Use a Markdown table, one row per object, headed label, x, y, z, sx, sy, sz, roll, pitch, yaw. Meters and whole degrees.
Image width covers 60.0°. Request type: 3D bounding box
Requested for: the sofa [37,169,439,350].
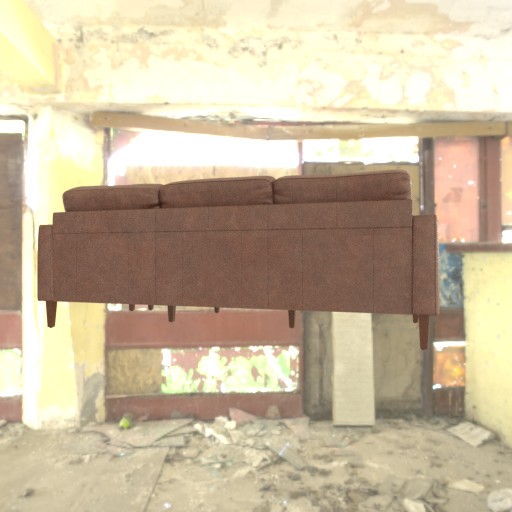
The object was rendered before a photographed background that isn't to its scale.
| label | x | y | z | sx | sy | sz | roll | pitch | yaw |
| --- | --- | --- | --- | --- | --- | --- | --- | --- | --- |
| sofa | 0.000 | 0.000 | 3.000 | 2.185 | 0.841 | 1.613 | 0 | 0 | 17 |
